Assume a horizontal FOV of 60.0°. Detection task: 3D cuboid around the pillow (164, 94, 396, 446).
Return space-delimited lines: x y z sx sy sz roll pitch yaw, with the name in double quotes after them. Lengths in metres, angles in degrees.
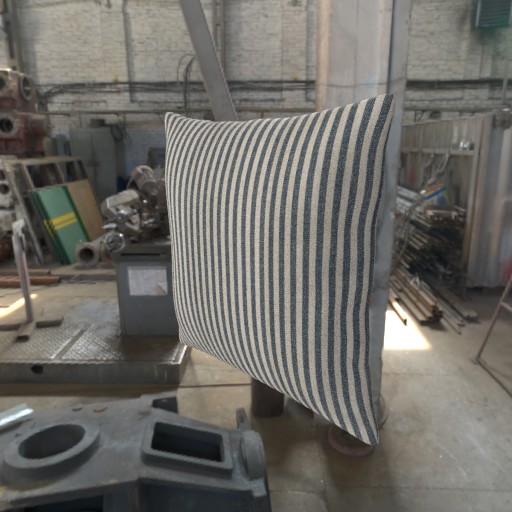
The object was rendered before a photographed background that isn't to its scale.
0.000 0.000 0.788 0.166 0.510 0.523 -13 19 -42 "pillow"
